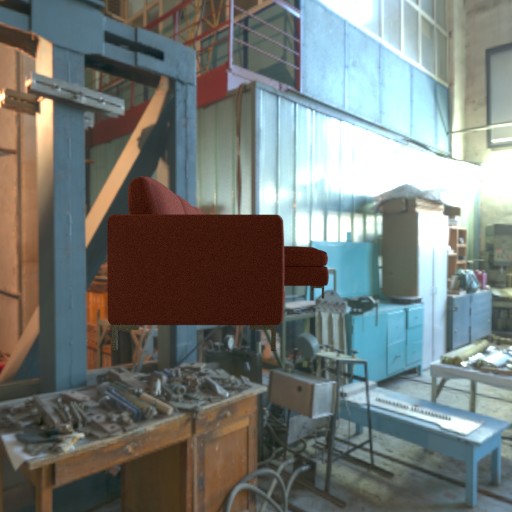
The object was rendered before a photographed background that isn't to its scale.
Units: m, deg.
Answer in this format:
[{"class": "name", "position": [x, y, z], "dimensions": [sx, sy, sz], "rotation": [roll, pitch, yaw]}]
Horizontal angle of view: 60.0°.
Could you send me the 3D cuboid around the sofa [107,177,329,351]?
[{"class": "sofa", "position": [0.000, 0.000, 3.416], "dimensions": [1.350, 0.810, 2.932], "rotation": [0, 1, 0]}]
